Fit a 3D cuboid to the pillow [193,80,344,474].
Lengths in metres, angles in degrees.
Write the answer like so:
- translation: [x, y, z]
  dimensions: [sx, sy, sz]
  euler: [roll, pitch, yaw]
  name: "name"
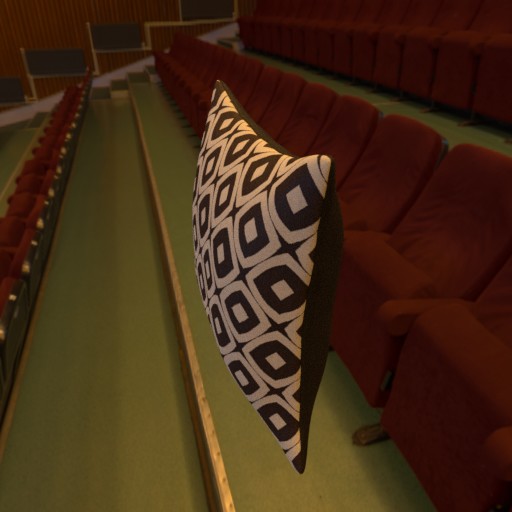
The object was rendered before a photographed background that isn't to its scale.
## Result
- translation: [0.000, 0.000, 0.752]
  dimensions: [0.188, 0.494, 0.504]
  euler: [-8, 31, -14]
  name: "pillow"
